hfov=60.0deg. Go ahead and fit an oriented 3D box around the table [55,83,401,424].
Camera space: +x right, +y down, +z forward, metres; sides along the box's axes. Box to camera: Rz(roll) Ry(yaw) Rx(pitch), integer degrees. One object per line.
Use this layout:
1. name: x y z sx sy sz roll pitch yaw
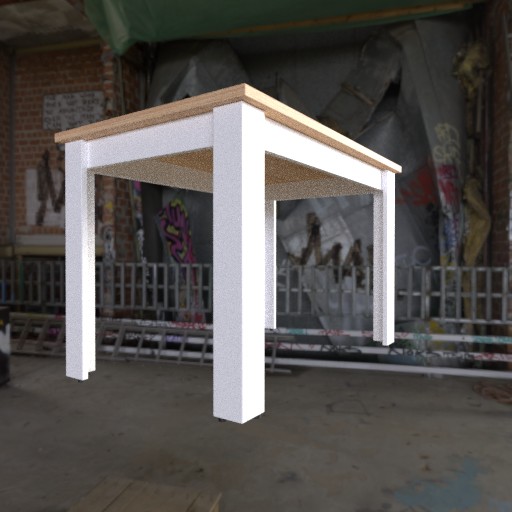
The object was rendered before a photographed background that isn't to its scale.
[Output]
1. table: 0.000 0.000 1.578 0.700 0.734 1.100 0 1 35
